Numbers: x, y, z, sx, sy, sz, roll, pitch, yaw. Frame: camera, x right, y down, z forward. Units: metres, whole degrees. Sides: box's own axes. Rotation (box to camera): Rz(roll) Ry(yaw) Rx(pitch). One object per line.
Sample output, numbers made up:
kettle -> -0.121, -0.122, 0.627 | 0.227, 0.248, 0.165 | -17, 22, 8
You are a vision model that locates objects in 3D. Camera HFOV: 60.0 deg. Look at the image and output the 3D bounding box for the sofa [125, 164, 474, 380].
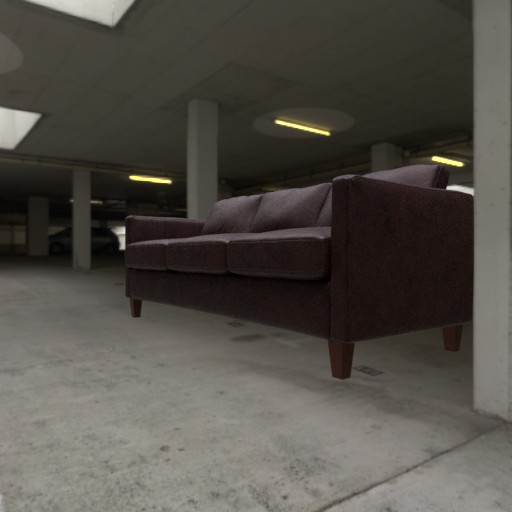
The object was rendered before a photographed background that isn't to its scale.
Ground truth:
sofa -> 0.000, 0.000, 2.973 | 1.045, 1.006, 2.464 | 0, 0, -37
